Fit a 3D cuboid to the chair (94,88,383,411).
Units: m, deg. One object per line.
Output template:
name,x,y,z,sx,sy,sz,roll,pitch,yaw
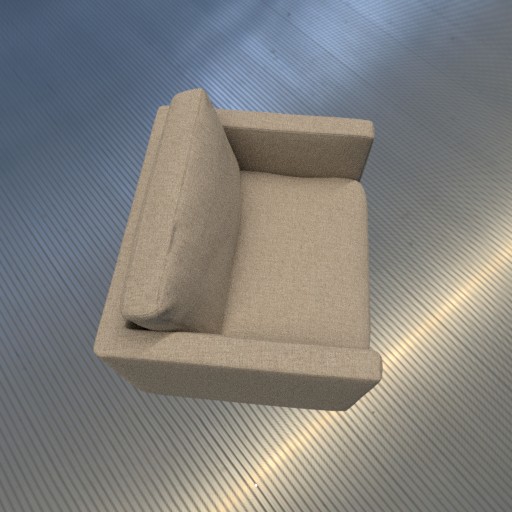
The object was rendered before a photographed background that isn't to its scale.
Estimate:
chair,0.000,0.000,1.865,0.959,0.961,1.107,5,63,3
